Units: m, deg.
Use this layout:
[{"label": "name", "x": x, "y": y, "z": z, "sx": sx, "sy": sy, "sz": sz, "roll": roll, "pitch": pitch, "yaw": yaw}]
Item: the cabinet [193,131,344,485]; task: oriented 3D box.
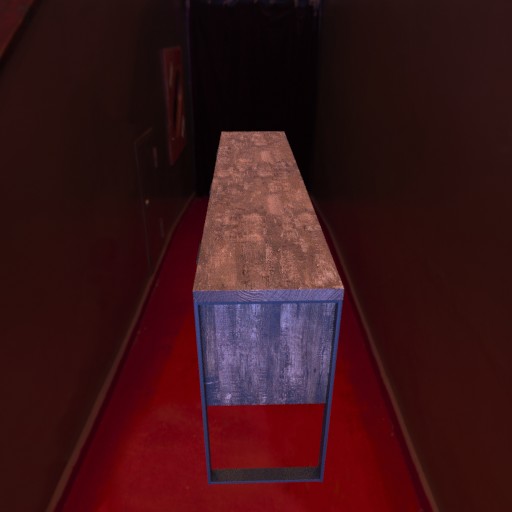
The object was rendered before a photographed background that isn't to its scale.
[{"label": "cabinet", "x": 0.000, "y": 0.000, "z": 2.088, "sx": 0.395, "sy": 0.762, "sz": 1.800, "roll": -1, "pitch": 28, "yaw": -1}]
